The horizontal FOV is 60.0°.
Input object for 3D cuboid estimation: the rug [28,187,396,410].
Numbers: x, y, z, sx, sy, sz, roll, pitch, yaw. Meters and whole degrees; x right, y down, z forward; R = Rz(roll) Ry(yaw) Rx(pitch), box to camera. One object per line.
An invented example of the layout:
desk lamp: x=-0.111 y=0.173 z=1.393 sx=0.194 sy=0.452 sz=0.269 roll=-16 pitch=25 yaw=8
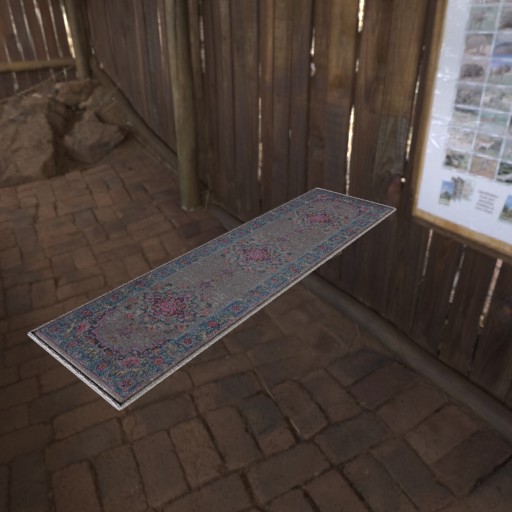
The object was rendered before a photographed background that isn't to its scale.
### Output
rug: x=0.000 y=0.000 z=2.491 sx=0.659 sy=0.019 sz=2.297 roll=22 pitch=36 yaw=34
